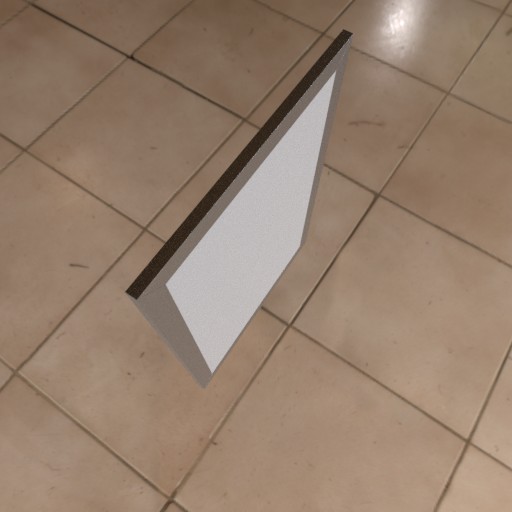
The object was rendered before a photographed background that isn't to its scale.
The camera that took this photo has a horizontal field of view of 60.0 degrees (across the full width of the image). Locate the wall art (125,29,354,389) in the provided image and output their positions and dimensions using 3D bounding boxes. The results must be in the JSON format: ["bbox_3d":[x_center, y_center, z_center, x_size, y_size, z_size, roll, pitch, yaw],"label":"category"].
[{"bbox_3d":[0.000,0.000,0.673,0.013,0.529,0.376,31,69,13],"label":"wall art"}]
